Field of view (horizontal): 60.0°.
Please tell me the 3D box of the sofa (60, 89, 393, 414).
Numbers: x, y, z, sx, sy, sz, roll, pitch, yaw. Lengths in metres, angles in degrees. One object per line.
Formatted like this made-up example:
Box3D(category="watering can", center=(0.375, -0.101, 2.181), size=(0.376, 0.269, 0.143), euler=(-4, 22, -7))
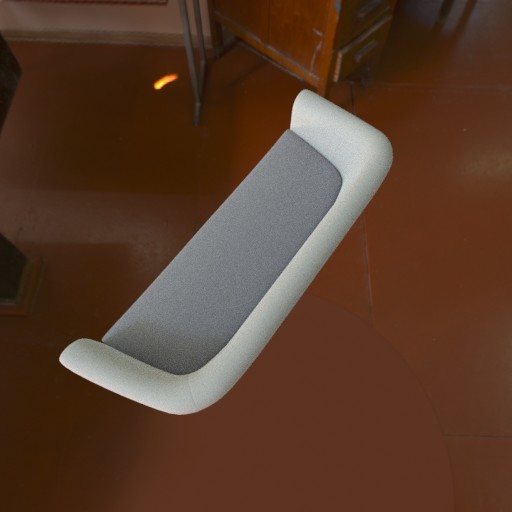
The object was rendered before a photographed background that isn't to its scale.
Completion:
Box3D(category="sofa", center=(0.000, 0.000, 2.575), size=(0.827, 0.795, 2.160), euler=(33, 69, 15))
